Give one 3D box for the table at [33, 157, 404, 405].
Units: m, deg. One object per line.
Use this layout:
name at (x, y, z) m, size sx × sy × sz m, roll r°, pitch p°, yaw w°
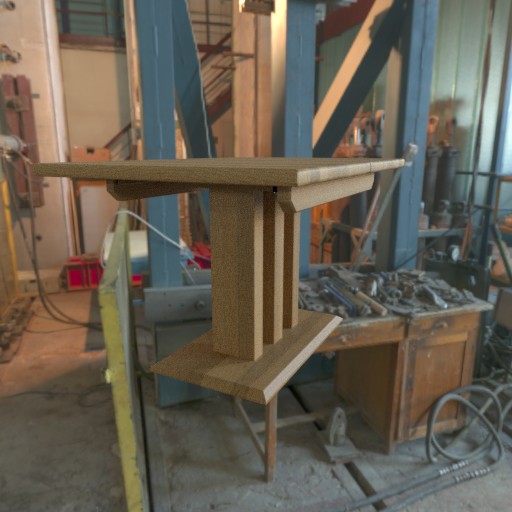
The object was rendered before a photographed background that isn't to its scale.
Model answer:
table at (0.000, 0.000, 1.827) m, size 0.900 × 0.770 × 1.300 m, roll 7°, pitch 15°, yaw 27°
